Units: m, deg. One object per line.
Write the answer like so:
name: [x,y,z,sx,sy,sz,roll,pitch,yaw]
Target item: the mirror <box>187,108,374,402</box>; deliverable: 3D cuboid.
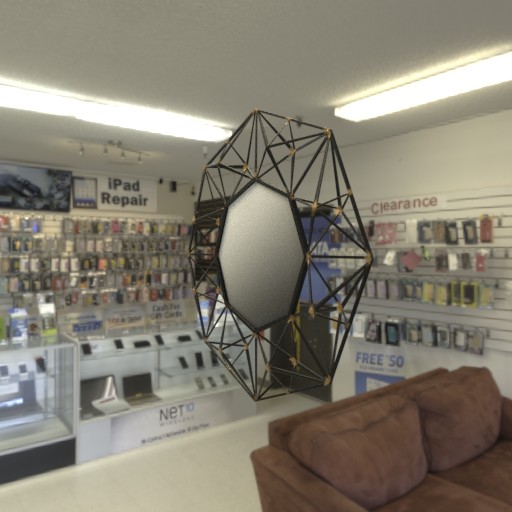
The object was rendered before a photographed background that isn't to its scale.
mirror: [0.000,0.000,1.075,0.094,0.710,0.710,-1,1,-36]
